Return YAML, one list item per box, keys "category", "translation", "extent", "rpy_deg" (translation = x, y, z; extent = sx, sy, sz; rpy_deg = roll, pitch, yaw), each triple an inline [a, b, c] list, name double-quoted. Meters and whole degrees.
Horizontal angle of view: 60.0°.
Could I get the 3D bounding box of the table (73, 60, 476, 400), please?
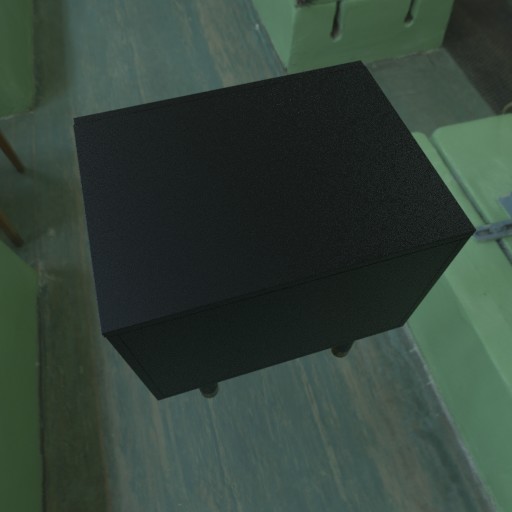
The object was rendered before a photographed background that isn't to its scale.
- category: "table"
  translation: [0.000, 0.000, 0.987]
  extent: [0.564, 0.584, 0.441]
  rpy_deg: [-15, 60, -9]
